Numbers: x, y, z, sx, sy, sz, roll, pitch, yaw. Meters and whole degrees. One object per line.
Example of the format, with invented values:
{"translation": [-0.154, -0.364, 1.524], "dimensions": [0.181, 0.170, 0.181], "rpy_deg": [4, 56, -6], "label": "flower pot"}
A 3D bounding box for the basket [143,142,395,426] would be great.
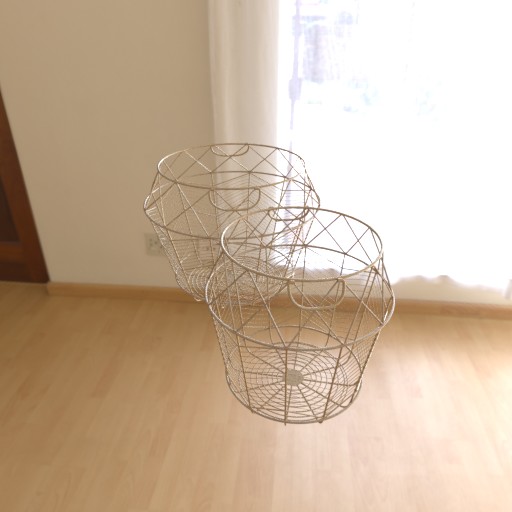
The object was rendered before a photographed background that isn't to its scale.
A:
{"translation": [0.000, 0.000, 1.031], "dimensions": [0.451, 0.343, 0.805], "rpy_deg": [-10, 31, -17], "label": "basket"}
